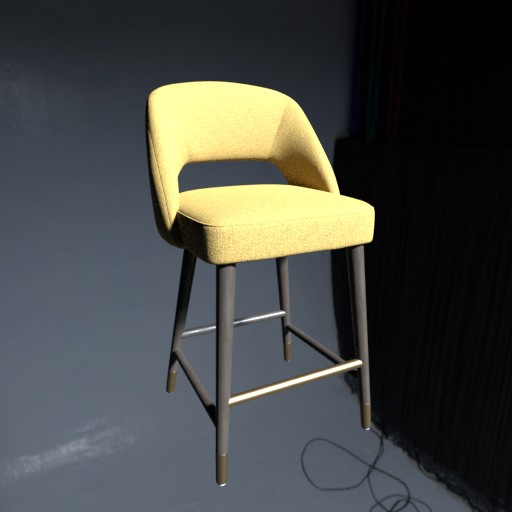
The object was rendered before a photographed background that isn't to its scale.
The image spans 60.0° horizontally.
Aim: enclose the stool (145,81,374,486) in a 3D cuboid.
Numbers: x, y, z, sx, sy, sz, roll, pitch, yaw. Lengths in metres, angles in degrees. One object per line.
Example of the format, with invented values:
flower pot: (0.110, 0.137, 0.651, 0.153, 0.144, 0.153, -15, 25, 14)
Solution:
stool: (0.000, 0.000, 1.228, 0.536, 0.939, 0.522, -8, 18, -26)
